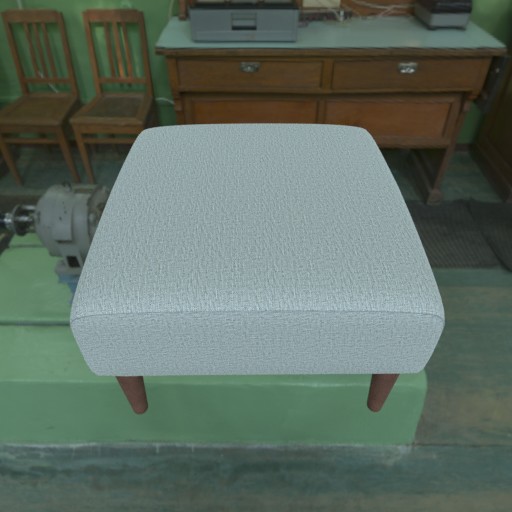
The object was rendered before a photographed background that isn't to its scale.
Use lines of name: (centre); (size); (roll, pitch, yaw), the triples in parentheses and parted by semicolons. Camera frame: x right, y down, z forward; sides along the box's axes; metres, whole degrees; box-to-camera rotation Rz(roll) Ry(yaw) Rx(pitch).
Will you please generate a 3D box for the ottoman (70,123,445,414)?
ottoman: (0.000, 0.000, 1.050); (0.649, 0.398, 0.650); (0, 42, 0)
